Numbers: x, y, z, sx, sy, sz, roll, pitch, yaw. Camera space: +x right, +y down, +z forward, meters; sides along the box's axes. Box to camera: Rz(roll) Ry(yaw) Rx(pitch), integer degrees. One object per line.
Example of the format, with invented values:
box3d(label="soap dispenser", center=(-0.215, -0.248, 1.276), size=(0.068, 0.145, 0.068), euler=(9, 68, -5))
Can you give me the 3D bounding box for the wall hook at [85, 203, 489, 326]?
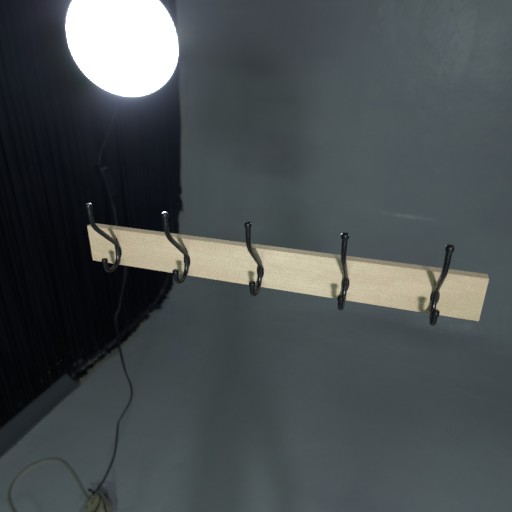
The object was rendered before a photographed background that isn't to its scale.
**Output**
box3d(label="wall hook", center=(0.000, 0.000, 0.593), size=(0.571, 0.117, 0.071), euler=(8, 25, 17))
